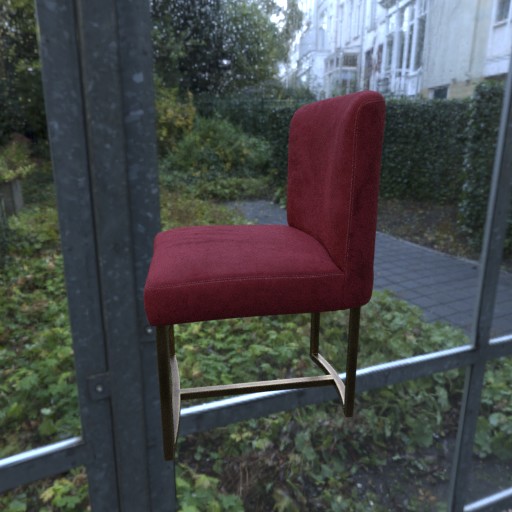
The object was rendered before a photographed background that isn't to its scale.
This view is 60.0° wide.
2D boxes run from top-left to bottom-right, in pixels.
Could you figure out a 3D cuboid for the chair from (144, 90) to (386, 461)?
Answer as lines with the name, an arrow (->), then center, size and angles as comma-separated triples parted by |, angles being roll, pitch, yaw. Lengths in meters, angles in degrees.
chair -> 0.000, 0.000, 1.190 | 0.560, 0.824, 0.530 | -3, 16, -10
